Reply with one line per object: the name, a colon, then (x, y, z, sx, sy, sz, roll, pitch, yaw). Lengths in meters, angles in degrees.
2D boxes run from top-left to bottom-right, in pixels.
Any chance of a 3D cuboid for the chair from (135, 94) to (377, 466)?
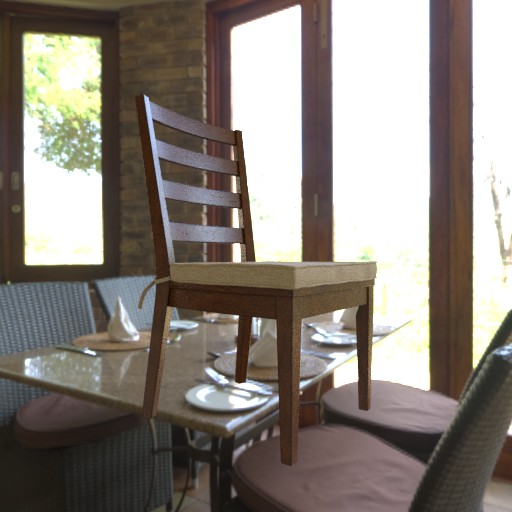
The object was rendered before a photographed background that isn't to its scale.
chair: (0.000, 0.000, 1.390, 0.595, 0.979, 0.593, 0, 0, 36)
